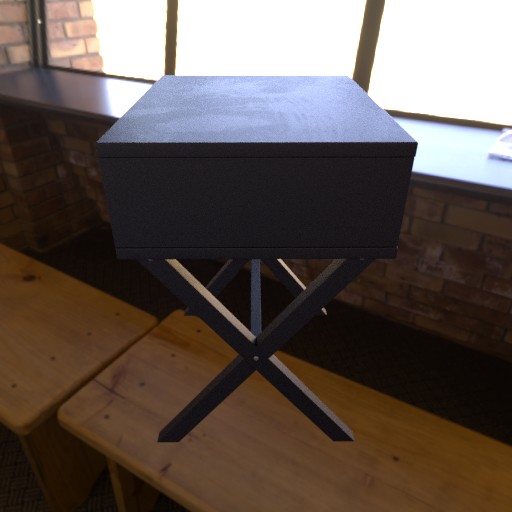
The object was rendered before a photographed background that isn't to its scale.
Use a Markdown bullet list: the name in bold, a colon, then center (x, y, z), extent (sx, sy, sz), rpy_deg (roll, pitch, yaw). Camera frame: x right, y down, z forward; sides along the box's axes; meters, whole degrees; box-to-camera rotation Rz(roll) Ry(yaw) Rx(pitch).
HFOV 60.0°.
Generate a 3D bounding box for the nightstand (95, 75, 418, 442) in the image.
- **nightstand**: center (0.000, 0.000, 0.916), extent (0.402, 0.623, 0.479), rpy_deg (0, 32, 0)
